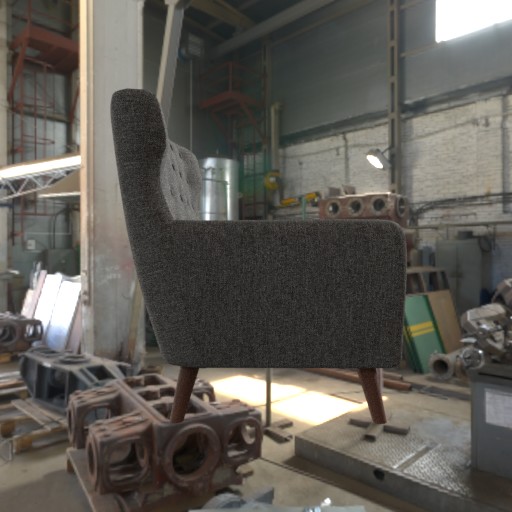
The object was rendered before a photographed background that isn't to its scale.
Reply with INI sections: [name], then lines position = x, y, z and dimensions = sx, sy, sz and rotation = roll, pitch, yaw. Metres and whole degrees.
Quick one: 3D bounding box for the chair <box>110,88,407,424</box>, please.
[chair]
position = 0.000, 0.000, 1.742
dimensions = 0.940, 1.039, 0.889
rotation = 0, 0, 1
